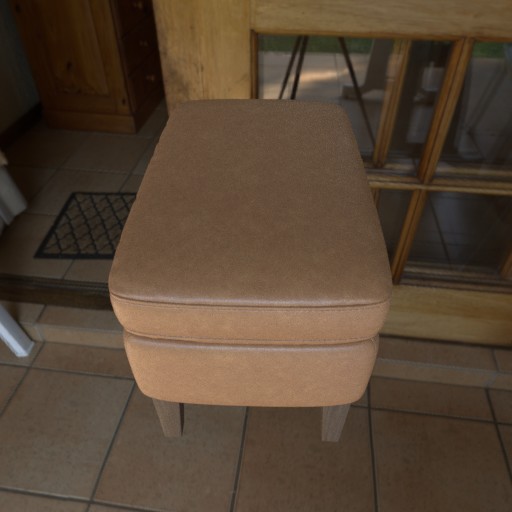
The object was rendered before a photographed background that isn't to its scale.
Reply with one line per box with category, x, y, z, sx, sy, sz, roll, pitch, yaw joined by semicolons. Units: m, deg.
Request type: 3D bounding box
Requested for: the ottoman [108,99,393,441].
ottoman;0.000;0.000;0.968;0.420;0.480;0.670;1;42;1
